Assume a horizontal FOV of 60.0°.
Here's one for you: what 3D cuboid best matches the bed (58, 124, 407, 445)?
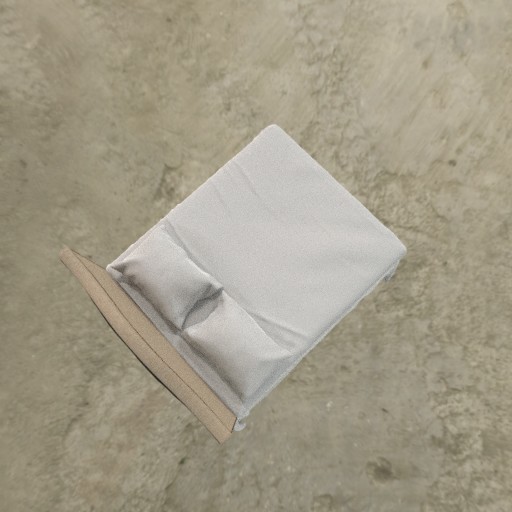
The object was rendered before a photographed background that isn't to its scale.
[{"bbox_3d":[0.000,0.000,3.504,2.221,1.645,1.876,-43,80,-9],"label":"bed"}]
